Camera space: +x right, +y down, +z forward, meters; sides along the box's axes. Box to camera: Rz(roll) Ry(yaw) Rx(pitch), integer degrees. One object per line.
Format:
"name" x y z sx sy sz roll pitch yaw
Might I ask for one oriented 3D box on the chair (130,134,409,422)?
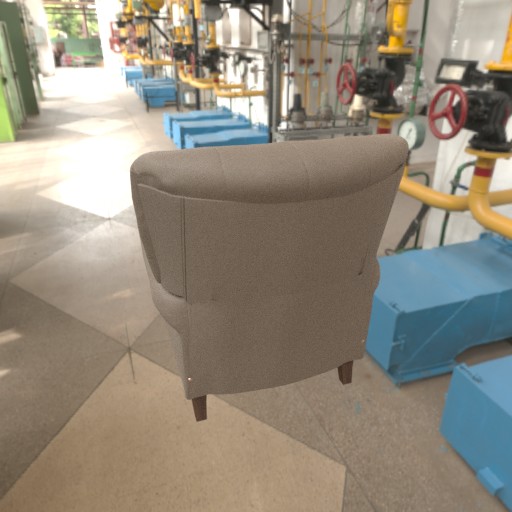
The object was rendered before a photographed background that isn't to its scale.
"chair" 0.000 0.000 1.938 0.999 1.138 1.041 -8 27 -17
